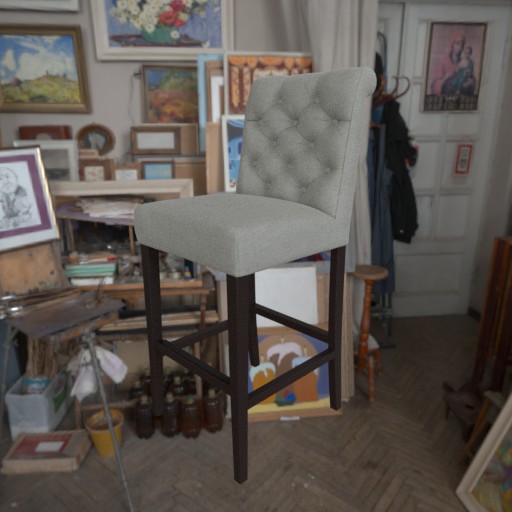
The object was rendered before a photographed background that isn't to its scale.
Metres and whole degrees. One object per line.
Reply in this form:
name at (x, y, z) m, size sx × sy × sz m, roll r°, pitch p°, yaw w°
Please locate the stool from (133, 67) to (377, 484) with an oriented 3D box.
stool at (0.000, 0.000, 1.435) m, size 0.601 × 1.140 × 0.493 m, roll -16°, pitch 23°, yaw -42°
